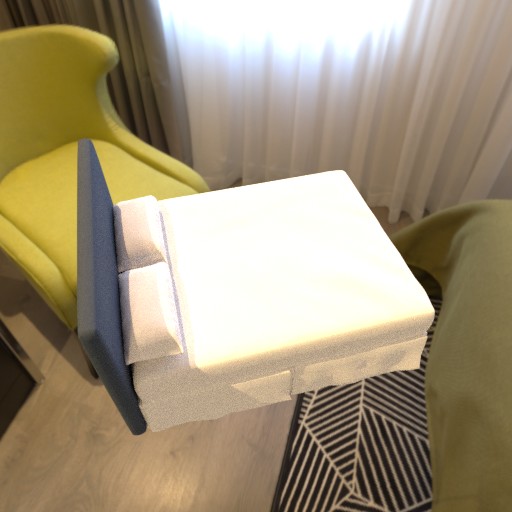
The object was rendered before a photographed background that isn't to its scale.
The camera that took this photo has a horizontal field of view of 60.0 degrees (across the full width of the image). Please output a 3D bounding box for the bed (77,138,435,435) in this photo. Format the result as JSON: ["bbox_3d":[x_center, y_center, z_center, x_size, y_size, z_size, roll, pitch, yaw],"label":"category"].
[{"bbox_3d":[0.000,0.000,3.210,2.162,1.330,1.713,-11,49,-10],"label":"bed"}]
